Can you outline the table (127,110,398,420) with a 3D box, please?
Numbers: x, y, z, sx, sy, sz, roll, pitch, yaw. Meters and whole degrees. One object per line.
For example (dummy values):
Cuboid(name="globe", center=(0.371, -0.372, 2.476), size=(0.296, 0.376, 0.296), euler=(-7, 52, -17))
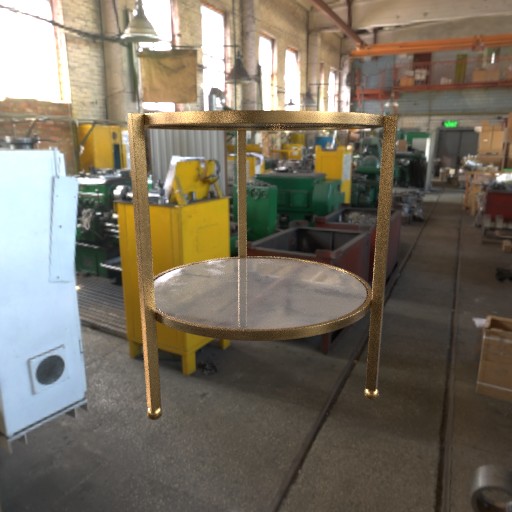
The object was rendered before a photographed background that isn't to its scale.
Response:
Cuboid(name="table", center=(0.000, 0.000, 0.455), size=(0.231, 0.269, 0.243), euler=(-2, 15, -8))
